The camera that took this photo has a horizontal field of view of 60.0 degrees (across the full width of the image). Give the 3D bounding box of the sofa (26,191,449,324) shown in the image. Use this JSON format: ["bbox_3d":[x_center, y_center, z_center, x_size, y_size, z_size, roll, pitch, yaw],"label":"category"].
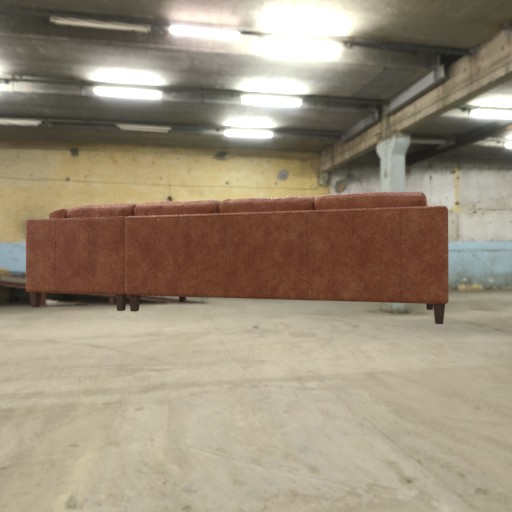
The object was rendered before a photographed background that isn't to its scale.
[{"bbox_3d":[0.000,0.000,4.235,3.167,0.838,2.438,0,0,18],"label":"sofa"}]
